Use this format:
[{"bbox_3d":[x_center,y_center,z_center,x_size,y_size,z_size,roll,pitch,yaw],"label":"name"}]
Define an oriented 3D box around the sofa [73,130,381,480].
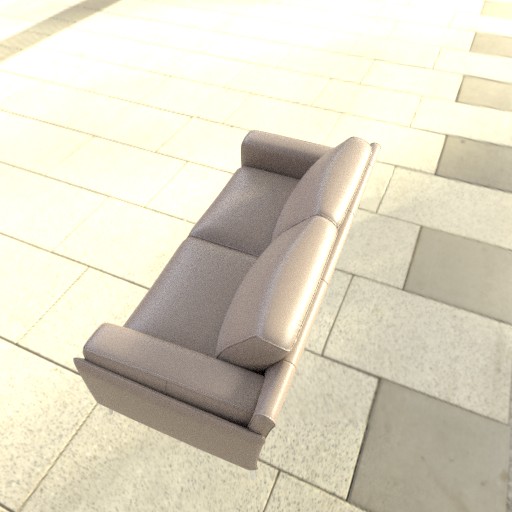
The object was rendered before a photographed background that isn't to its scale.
[{"bbox_3d":[0.000,0.000,2.602,1.049,0.930,2.101,17,49,15],"label":"sofa"}]
